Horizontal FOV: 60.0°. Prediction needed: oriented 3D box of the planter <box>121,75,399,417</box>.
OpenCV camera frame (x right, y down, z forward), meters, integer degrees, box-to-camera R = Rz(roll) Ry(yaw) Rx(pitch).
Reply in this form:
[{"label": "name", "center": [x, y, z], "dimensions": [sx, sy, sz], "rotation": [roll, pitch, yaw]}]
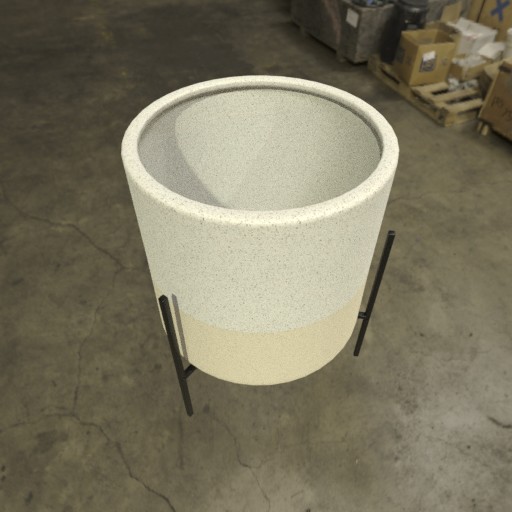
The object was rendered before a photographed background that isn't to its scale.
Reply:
[{"label": "planter", "center": [0.000, 0.000, 0.660], "dimensions": [0.313, 0.423, 0.335], "rotation": [-16, 48, -15]}]
